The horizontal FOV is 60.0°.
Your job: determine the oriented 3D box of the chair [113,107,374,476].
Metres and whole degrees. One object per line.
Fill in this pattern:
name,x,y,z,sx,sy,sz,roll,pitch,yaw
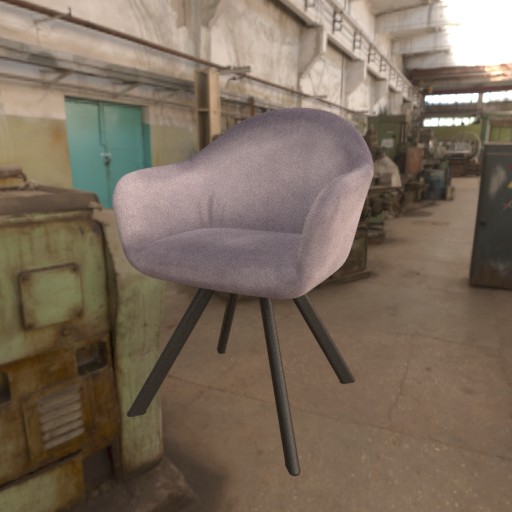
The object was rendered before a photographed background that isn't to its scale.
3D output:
chair,0.000,0.000,1.171,0.570,0.780,0.540,7,15,27
